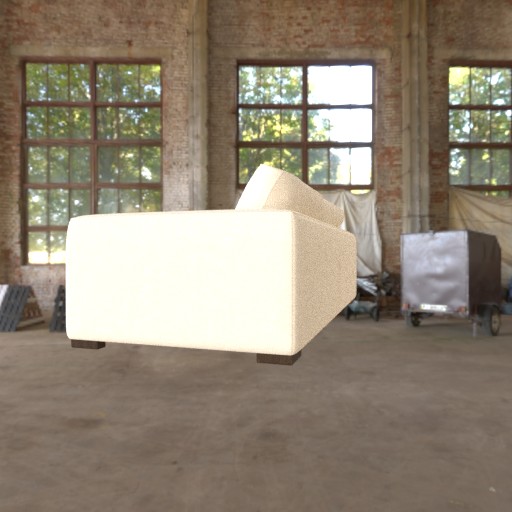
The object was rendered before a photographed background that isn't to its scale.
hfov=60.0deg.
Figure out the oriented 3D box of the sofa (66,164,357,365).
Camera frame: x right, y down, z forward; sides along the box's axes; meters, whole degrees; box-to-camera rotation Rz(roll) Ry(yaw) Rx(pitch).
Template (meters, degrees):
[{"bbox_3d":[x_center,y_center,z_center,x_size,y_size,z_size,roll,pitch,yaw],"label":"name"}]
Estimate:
[{"bbox_3d":[0.000,0.000,2.837,1.070,0.801,2.262,0,1,18],"label":"sofa"}]
